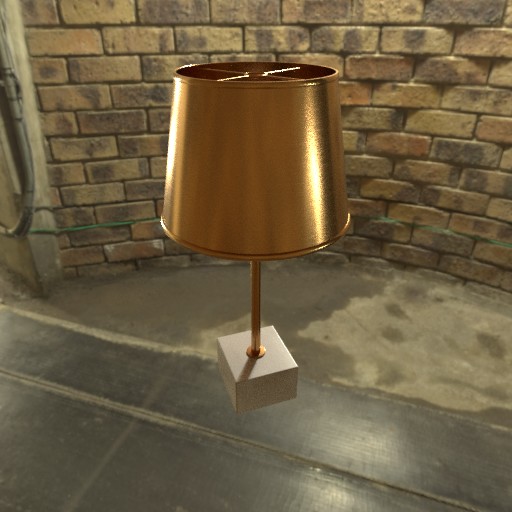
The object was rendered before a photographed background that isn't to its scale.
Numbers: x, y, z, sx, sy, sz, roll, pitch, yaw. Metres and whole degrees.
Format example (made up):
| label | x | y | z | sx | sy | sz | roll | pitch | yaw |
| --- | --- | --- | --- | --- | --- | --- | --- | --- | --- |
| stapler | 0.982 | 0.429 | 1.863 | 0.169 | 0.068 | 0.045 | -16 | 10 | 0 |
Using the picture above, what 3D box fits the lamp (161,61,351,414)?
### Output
| label | x | y | z | sx | sy | sz | roll | pitch | yaw |
| --- | --- | --- | --- | --- | --- | --- | --- | --- | --- |
| lamp | 0.000 | 0.000 | 0.521 | 0.208 | 0.406 | 0.208 | 0 | 29 | 0 |
